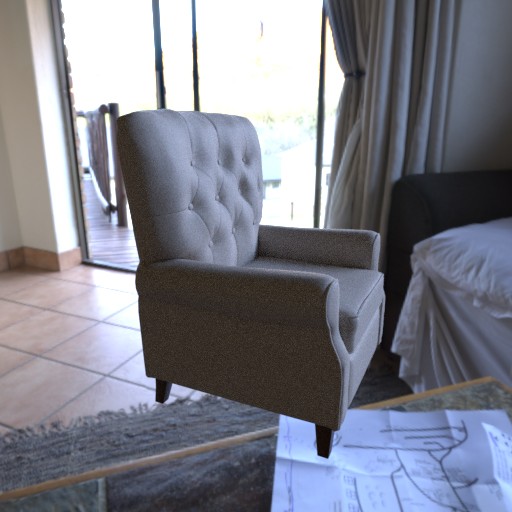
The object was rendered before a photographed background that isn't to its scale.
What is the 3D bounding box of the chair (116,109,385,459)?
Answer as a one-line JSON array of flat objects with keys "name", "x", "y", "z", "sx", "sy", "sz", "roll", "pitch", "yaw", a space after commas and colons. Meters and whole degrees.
[{"name": "chair", "x": 0.000, "y": 0.000, "z": 1.916, "sx": 1.025, "sy": 1.209, "sz": 0.942, "roll": 8, "pitch": 18, "yaw": 25}]
